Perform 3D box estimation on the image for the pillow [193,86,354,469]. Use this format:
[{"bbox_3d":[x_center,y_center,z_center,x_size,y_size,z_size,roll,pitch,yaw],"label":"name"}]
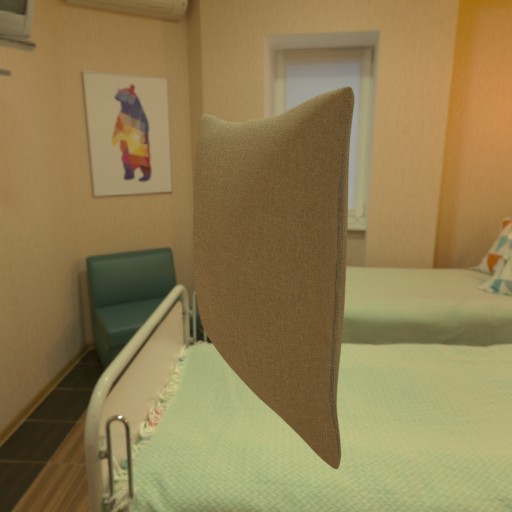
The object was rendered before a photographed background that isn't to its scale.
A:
[{"bbox_3d":[0.000,0.000,0.779,0.178,0.506,0.512,-7,15,-25],"label":"pillow"}]
